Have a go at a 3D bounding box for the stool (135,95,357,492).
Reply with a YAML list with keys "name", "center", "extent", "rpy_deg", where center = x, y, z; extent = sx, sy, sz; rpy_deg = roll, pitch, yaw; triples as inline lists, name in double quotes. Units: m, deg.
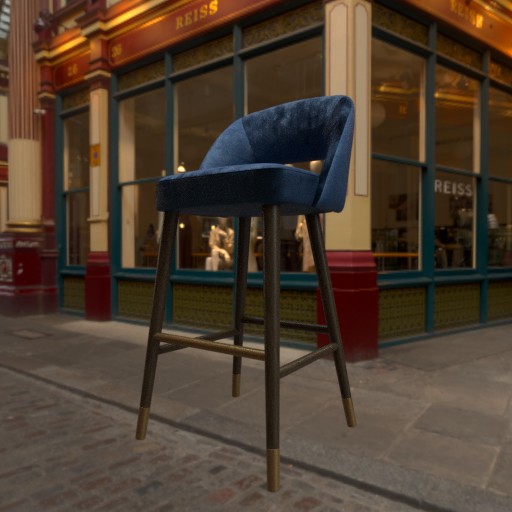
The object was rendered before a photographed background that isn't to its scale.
- name: "stool"
  center: [0.000, 0.000, 1.290]
  extent: [0.514, 1.016, 0.515]
  rpy_deg: [1, 2, 36]
